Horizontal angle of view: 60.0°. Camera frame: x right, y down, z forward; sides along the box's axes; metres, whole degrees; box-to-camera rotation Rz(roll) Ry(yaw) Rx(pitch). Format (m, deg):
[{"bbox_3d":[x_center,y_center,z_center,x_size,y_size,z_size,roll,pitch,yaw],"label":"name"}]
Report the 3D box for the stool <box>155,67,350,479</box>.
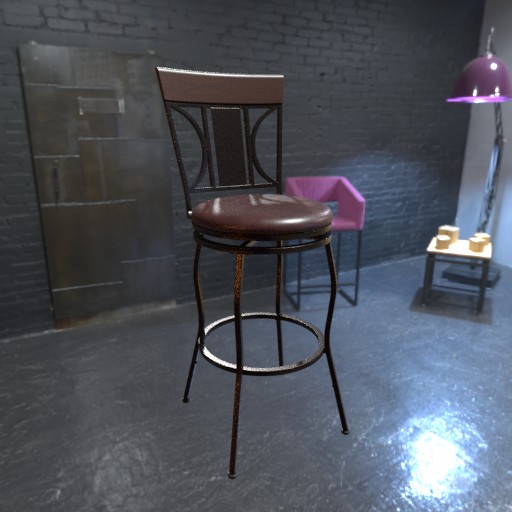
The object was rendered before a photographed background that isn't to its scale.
[{"bbox_3d":[0.000,0.000,1.405,0.448,1.130,0.513,-8,18,-26],"label":"stool"}]
